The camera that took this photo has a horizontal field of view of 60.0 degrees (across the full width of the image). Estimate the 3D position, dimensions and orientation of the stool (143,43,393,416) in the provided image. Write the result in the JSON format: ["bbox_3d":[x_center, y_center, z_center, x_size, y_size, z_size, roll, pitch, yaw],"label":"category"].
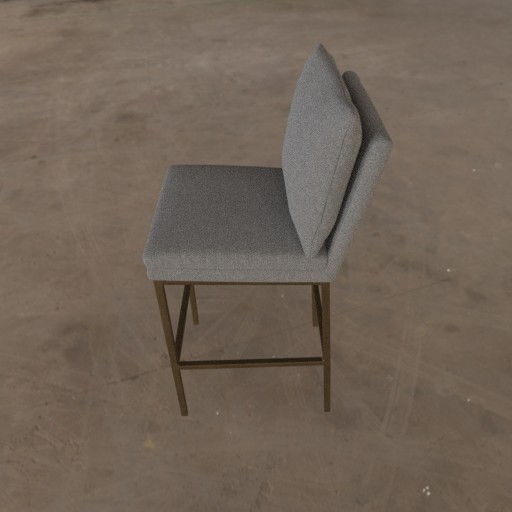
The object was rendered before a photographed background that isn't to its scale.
[{"bbox_3d":[0.000,0.000,1.389,0.569,1.132,0.463,0,41,0],"label":"stool"}]
